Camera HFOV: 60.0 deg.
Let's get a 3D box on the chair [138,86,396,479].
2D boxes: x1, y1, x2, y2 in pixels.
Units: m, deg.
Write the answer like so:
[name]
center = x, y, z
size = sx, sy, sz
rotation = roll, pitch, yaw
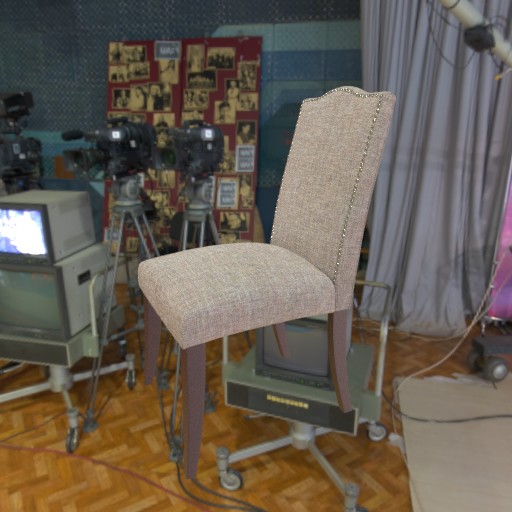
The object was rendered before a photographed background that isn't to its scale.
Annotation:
[chair]
center = 0.000, 0.000, 1.388
size = 0.660, 1.016, 0.513
rotation = -8, 18, -25
